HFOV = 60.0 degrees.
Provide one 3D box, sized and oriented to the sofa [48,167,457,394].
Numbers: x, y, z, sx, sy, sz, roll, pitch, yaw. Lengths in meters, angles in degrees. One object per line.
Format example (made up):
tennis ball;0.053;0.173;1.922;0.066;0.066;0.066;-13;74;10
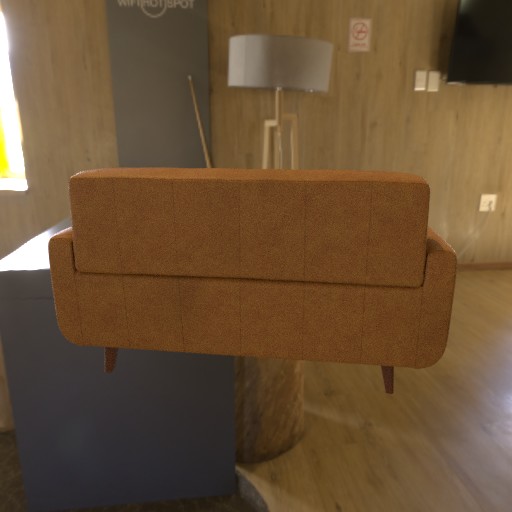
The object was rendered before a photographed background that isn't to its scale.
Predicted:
sofa;0.000;0.000;2.235;1.651;0.925;0.952;2;17;7
